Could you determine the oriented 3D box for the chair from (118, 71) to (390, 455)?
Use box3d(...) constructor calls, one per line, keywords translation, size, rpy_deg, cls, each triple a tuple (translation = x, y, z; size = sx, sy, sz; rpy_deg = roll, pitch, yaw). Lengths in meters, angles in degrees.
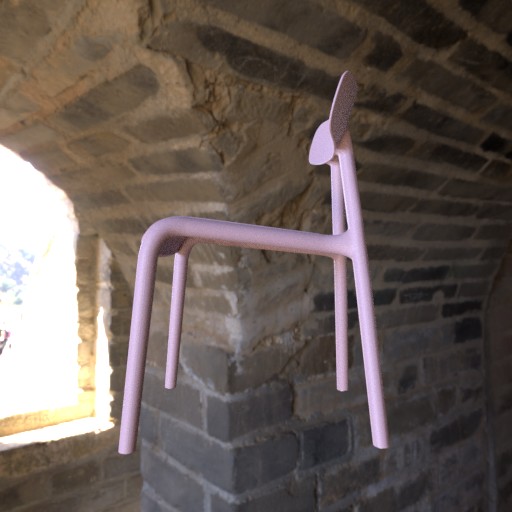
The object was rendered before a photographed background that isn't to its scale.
box3d(translation=(0.000, 0.000, 0.818), size=(0.401, 0.580, 0.356), rpy_deg=(0, -1, 0), cls="chair")
